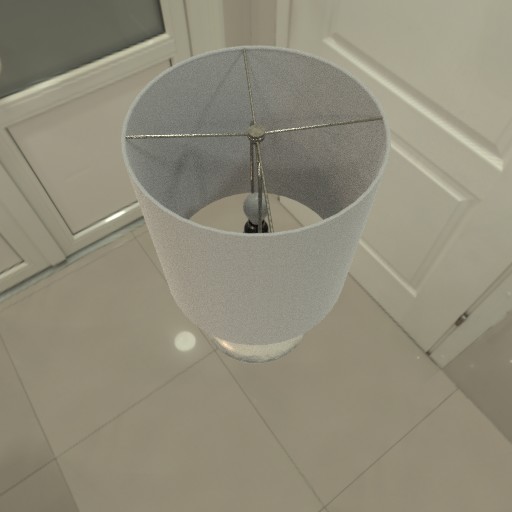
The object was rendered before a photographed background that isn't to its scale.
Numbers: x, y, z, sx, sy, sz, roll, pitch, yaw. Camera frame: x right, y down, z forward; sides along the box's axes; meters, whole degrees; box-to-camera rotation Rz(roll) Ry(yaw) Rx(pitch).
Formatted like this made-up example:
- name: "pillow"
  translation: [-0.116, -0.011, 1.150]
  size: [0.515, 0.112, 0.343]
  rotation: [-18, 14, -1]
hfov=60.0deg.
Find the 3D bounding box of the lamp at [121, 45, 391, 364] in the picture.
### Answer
- name: "lamp"
  translation: [0.000, 0.000, 0.531]
  size: [0.216, 0.404, 0.216]
  rotation: [-32, 64, -18]
